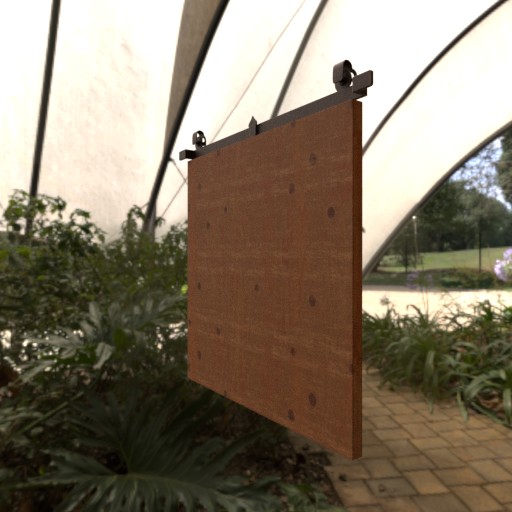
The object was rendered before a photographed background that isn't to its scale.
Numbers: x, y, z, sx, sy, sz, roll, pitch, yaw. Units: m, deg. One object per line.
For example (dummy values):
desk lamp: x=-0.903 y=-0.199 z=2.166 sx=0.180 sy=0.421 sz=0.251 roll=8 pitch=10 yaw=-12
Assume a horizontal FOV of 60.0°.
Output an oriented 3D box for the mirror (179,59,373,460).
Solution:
mirror: x=0.000 y=0.000 z=1.155 sx=0.054 sy=0.800 sz=0.805 roll=0 pitch=0 yaw=-35
